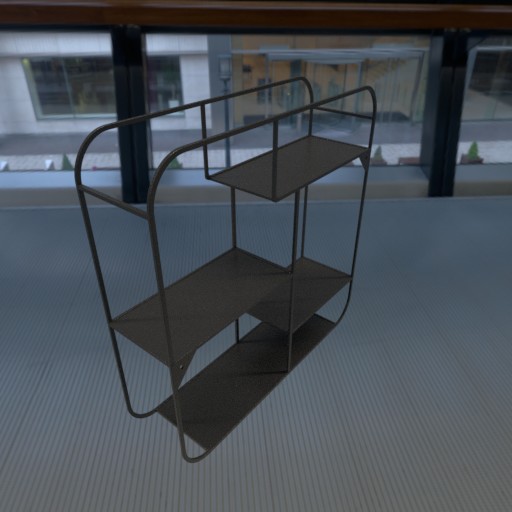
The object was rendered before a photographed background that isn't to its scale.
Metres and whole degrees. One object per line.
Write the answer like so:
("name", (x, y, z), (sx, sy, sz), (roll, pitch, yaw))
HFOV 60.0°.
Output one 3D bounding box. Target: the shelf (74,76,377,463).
("shelf", (0.000, 0.000, 0.893), (0.160, 0.600, 0.600), (23, 39, 32))
